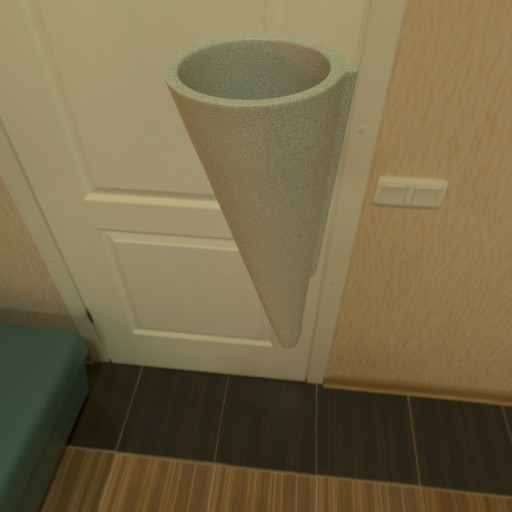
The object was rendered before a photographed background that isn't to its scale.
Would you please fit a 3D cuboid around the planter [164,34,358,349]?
[{"bbox_3d":[0.000,0.000,0.222,0.064,0.191,0.057,-17,48,-16],"label":"planter"}]
